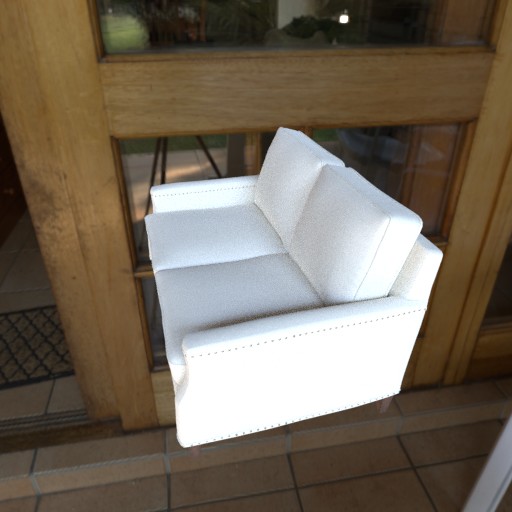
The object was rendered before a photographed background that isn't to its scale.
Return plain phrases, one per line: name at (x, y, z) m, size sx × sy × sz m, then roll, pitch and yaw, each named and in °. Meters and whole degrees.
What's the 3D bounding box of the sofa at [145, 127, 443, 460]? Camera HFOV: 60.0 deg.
sofa at (0.000, 0.000, 2.353) m, size 1.084 × 1.003 × 1.597 m, roll -8°, pitch 32°, yaw -14°
